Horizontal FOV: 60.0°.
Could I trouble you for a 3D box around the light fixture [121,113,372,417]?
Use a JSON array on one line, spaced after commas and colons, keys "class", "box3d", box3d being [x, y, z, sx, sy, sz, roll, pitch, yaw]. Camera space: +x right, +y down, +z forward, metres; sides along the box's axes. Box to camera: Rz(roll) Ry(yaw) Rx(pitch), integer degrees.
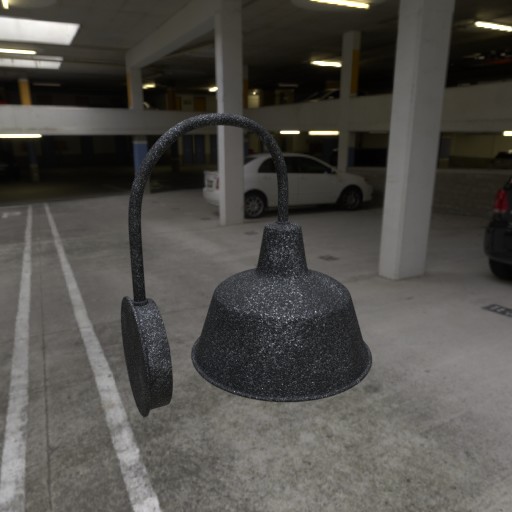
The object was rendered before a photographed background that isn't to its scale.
[{"class": "light fixture", "box3d": [0.000, 0.000, 0.491, 0.283, 0.300, 0.216, -8, 18, -26]}]
